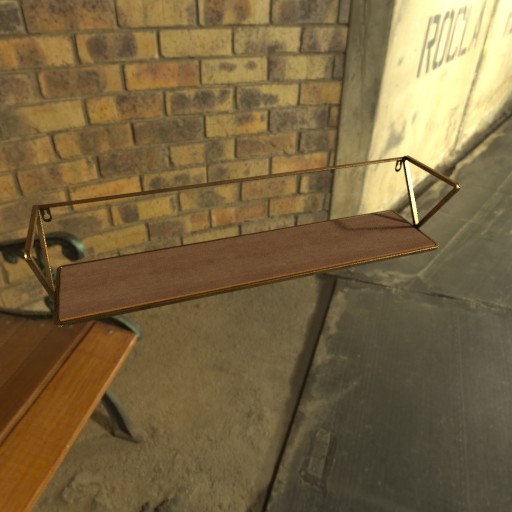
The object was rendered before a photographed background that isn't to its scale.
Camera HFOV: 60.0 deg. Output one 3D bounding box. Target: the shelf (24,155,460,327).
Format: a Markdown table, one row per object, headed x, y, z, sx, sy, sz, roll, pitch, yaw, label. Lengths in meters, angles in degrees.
| x | y | z | sx | sy | sz | roll | pitch | yaw | label |
| --- | --- | --- | --- | --- | --- | --- | --- | --- | --- |
| 0.000 | 0.000 | 0.745 | 0.645 | 0.229 | 0.150 | -10 | 34 | -16 | shelf |
